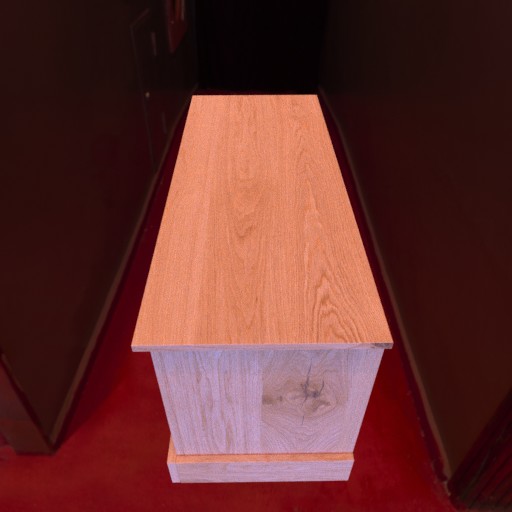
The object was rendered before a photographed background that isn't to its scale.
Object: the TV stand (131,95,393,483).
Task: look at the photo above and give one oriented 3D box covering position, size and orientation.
[{"bbox_3d":[0.000,0.000,1.318,0.440,0.550,1.080,-1,41,-1],"label":"TV stand"}]
